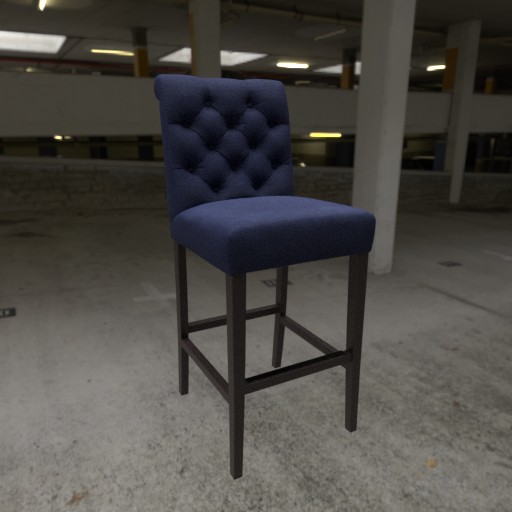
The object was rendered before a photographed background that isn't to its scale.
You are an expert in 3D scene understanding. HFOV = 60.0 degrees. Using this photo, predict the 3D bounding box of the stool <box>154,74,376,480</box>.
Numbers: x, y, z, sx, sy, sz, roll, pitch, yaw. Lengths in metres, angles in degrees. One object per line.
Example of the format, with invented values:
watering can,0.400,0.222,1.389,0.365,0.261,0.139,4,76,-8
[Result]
stool,0.000,0.000,1.459,0.493,1.140,0.601,-9,18,-27
